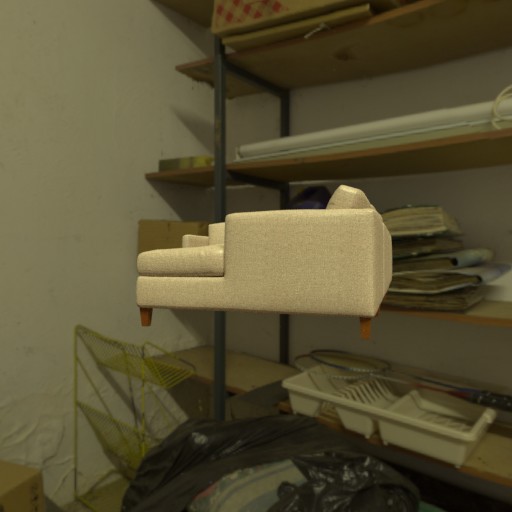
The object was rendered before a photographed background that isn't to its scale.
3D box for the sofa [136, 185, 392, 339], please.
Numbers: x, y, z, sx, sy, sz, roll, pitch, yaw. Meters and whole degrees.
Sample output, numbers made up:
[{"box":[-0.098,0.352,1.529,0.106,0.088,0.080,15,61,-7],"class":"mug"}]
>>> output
[{"box":[0.000,0.000,4.534,2.594,0.961,3.460,0,0,18],"class":"sofa"}]
